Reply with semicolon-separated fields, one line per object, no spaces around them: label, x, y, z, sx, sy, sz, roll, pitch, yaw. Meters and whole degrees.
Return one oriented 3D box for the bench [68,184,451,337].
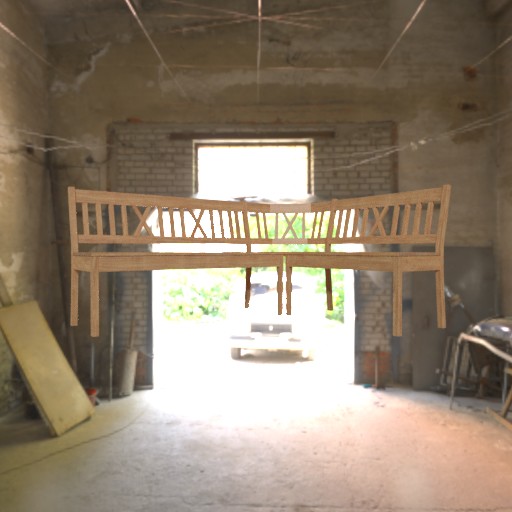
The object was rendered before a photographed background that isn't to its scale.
bench;0.000;0.000;2.864;1.937;0.902;1.537;-1;1;-36
